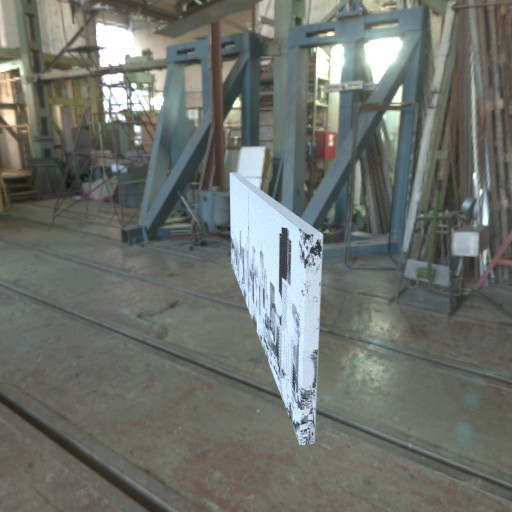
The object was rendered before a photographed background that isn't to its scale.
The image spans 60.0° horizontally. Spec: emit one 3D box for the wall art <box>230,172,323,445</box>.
[{"bbox_3d":[0.000,0.000,1.701,0.039,0.507,1.520,-2,16,-9],"label":"wall art"}]
